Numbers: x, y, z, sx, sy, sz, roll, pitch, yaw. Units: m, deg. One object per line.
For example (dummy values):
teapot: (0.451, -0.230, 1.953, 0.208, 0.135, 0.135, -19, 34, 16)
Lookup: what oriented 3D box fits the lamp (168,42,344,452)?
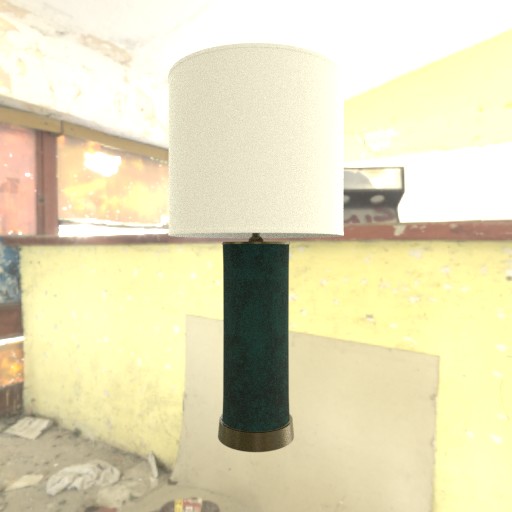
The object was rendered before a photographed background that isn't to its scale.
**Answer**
lamp: (0.000, 0.000, 0.775, 0.301, 0.630, 0.301, -1, 1, -36)
